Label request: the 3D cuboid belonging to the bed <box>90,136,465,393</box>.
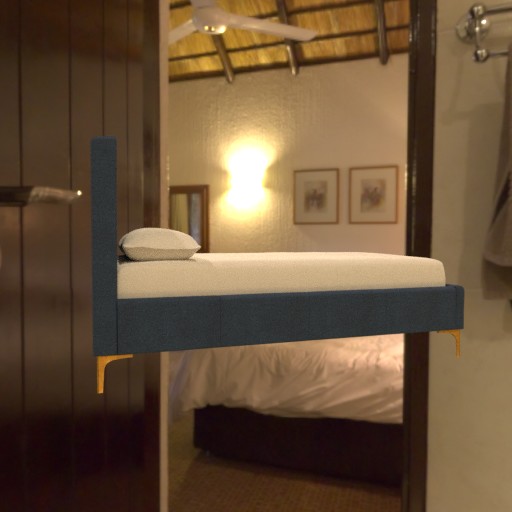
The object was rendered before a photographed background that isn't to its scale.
[{"bbox_3d":[0.000,0.000,3.214,2.172,1.231,1.723,-1,2,-18],"label":"bed"}]
